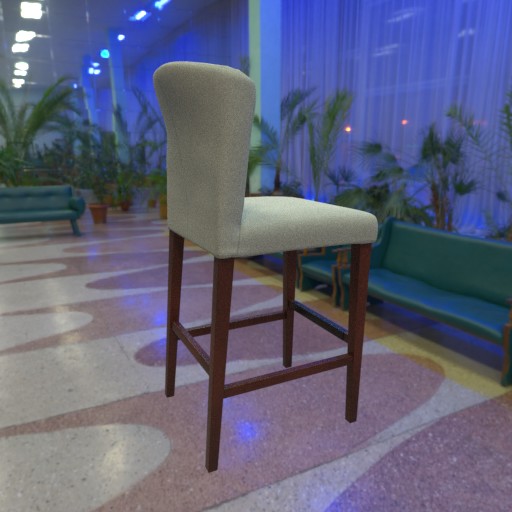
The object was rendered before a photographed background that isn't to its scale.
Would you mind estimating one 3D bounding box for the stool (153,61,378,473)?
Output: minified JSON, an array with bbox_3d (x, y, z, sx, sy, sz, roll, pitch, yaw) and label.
[{"bbox_3d":[0.000,0.000,1.383,0.568,1.069,0.479,-7,16,-26],"label":"stool"}]
